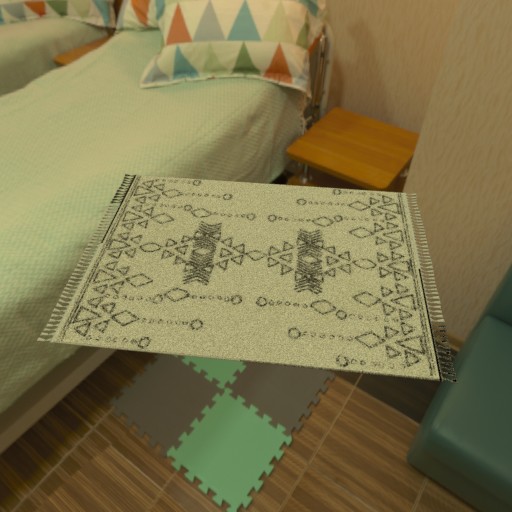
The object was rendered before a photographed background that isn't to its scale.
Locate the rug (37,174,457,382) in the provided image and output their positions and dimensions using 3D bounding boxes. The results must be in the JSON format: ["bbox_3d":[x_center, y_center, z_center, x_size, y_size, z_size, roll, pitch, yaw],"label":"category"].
[{"bbox_3d":[0.000,0.000,2.963,2.312,0.013,1.600,5,46,4],"label":"rug"}]
